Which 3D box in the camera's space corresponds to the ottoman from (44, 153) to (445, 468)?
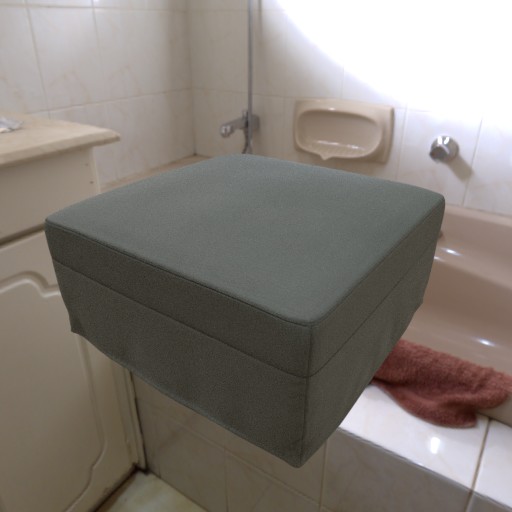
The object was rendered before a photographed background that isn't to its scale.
[{"bbox_3d":[0.000,0.000,1.320,0.843,0.441,0.842,19,33,32],"label":"ottoman"}]
